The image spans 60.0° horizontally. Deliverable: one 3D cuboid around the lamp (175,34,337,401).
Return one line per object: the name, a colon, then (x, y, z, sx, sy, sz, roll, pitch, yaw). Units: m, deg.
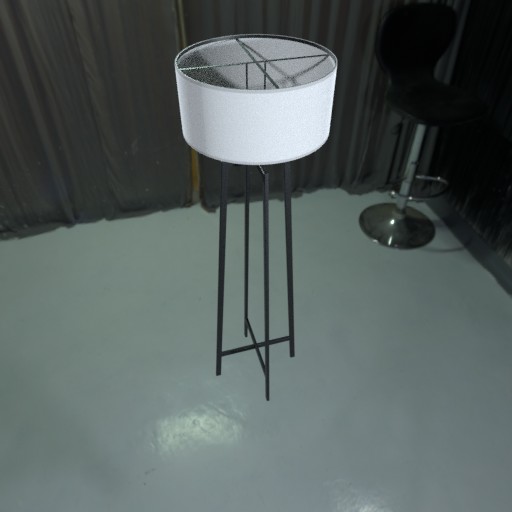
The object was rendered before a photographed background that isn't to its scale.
lamp: (0.000, 0.000, 1.763, 0.457, 1.510, 0.456, -11, 43, -12)
